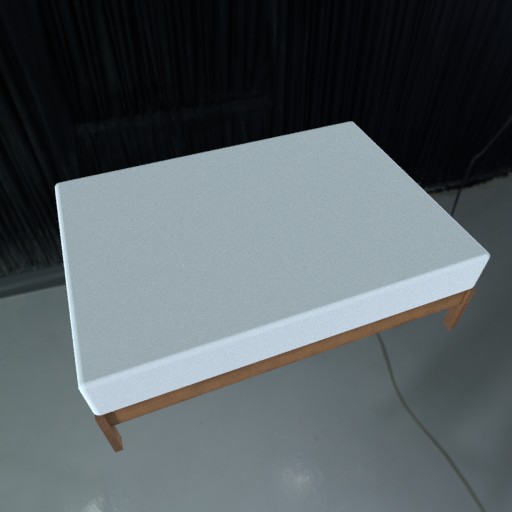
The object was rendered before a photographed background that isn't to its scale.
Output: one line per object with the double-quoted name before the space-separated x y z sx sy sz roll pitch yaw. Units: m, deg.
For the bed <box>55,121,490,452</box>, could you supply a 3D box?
"bed" 0.000 0.000 2.520 1.927 0.616 1.348 -16 48 -14
